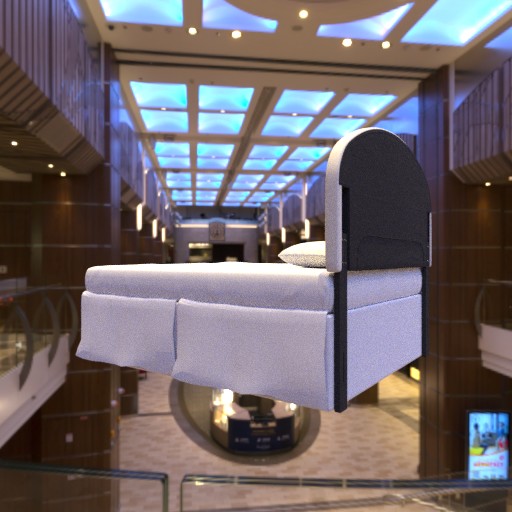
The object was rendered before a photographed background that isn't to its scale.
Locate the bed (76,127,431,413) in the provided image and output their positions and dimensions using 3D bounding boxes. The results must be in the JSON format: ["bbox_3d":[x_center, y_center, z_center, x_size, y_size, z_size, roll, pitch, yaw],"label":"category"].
[{"bbox_3d":[0.000,0.000,3.141,2.005,1.410,1.607,0,0,36],"label":"bed"}]
